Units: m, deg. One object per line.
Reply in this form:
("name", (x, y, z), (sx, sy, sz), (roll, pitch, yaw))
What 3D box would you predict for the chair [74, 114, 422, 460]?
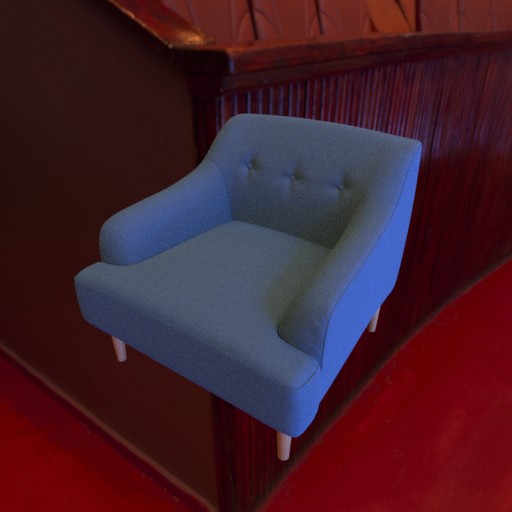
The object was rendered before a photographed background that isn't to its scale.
("chair", (0.000, 0.000, 1.631), (0.946, 0.818, 0.951), (19, 35, 30))
